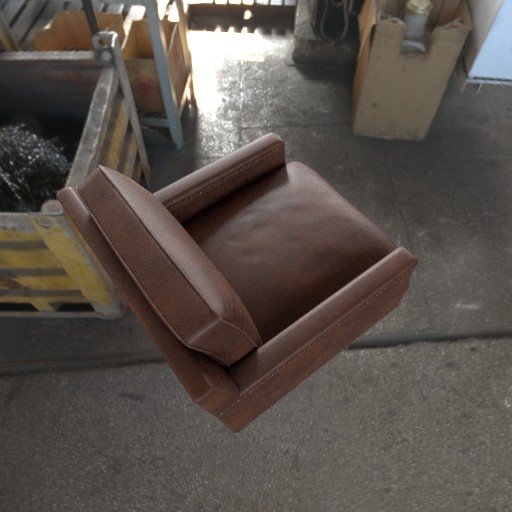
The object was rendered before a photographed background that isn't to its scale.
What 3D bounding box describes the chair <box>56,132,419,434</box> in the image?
[{"bbox_3d":[0.000,0.000,1.711,1.014,0.929,0.853,-33,63,-19],"label":"chair"}]
